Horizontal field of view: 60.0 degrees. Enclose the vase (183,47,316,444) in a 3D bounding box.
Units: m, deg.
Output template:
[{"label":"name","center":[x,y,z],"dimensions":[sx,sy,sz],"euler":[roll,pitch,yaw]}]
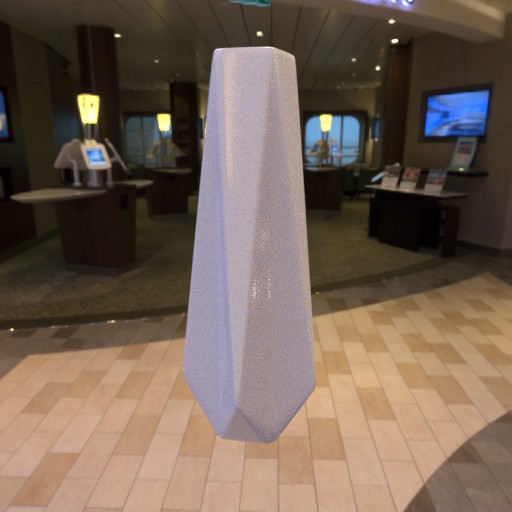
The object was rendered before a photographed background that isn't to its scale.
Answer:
[{"label":"vase","center":[0.000,0.000,0.394],"dimensions":[0.116,0.329,0.122],"euler":[-14,20,-42]}]
